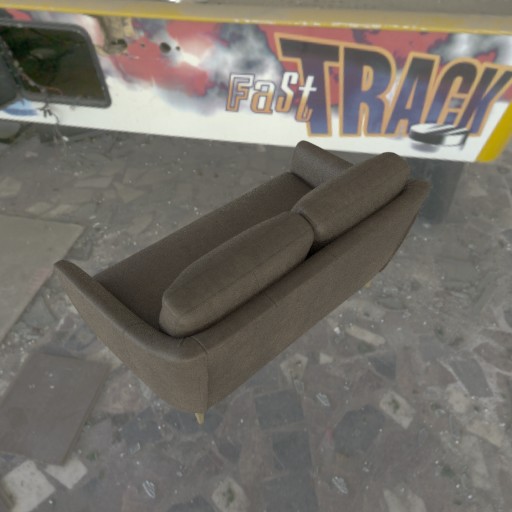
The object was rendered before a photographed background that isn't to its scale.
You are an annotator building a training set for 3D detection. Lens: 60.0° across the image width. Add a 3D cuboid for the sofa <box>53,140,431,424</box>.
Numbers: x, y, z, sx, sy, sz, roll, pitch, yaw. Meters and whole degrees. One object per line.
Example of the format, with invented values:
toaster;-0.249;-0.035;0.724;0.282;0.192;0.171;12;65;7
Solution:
sofa;0.000;0.000;2.208;1.619;0.902;0.960;-33;54;-28
